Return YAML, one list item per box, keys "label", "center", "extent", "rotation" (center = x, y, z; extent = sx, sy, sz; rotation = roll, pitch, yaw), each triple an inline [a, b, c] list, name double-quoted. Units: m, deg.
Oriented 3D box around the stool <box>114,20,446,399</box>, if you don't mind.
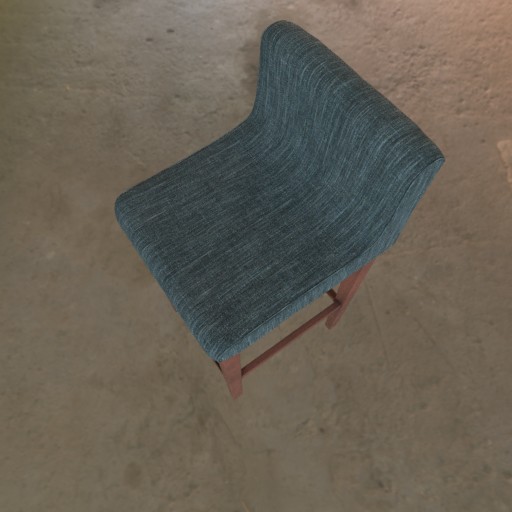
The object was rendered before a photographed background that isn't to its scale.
- label: "stool"
  center: [0.000, 0.000, 1.041]
  extent: [0.459, 0.835, 0.395]
  rotation: [-33, 68, -15]
